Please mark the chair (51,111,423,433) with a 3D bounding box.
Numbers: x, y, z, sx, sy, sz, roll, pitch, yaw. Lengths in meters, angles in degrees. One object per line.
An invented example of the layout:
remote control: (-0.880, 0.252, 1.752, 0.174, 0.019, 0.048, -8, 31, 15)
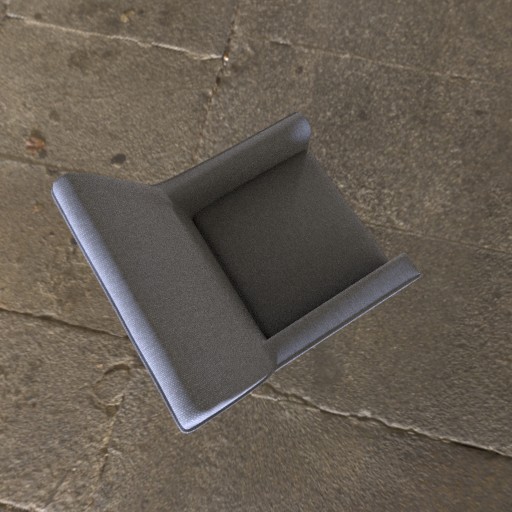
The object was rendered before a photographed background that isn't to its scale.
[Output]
chair: (0.000, 0.000, 1.629, 0.899, 0.919, 0.780, -31, 77, -8)
